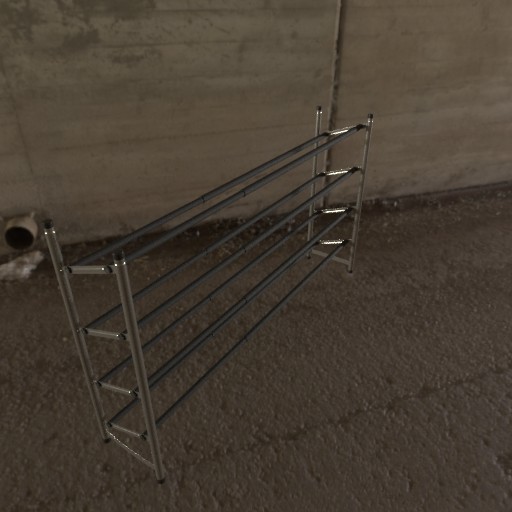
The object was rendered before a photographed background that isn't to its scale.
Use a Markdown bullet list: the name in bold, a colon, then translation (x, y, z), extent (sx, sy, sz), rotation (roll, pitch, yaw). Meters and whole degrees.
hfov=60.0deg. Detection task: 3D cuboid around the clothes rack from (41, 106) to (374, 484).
- **clothes rack**: translation (0.000, 0.000, 1.392), extent (0.229, 0.672, 1.168), rotation (20, 37, 29)
